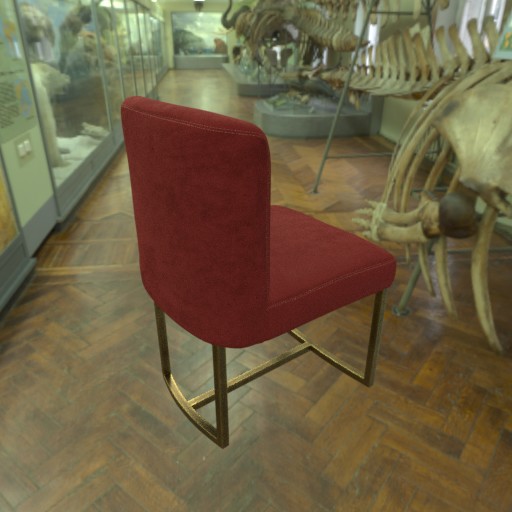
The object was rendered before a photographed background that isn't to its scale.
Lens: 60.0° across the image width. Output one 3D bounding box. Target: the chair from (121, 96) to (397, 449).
[{"bbox_3d":[0.000,0.000,1.192,0.560,0.824,0.530,-18,32,-33],"label":"chair"}]
